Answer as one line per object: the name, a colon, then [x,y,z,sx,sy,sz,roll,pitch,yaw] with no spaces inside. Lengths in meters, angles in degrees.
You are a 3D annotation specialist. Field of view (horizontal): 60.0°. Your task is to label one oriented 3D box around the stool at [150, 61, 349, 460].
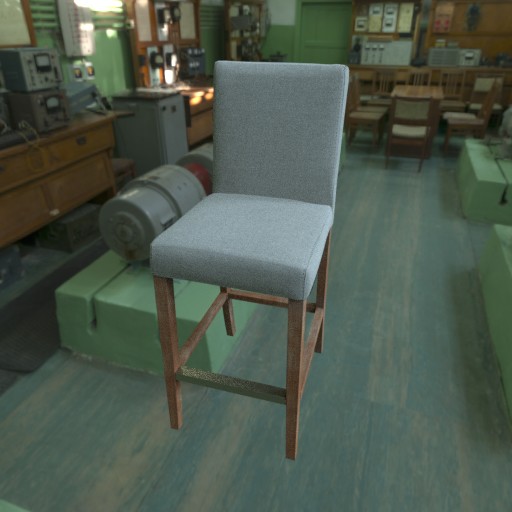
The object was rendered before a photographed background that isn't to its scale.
stool: [0.000,0.000,1.397,0.439,1.088,0.570,8,29,15]
